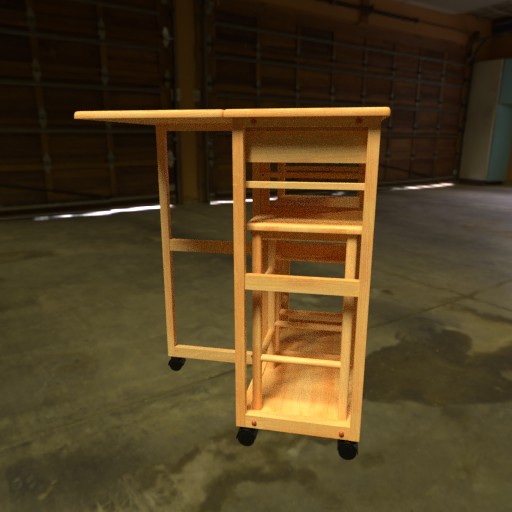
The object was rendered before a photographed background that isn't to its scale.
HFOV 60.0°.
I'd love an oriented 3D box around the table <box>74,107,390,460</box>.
[{"bbox_3d":[0.000,0.000,1.395,0.693,0.832,0.752,3,15,11],"label":"table"}]
